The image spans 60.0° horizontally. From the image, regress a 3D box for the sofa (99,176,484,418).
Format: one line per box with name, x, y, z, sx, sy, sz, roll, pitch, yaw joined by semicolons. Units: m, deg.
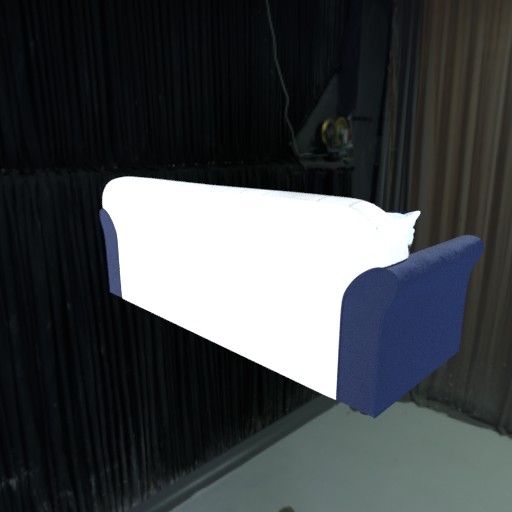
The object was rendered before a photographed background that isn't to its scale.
sofa;0.000;0.000;2.354;0.749;0.789;2.006;-14;20;-43
